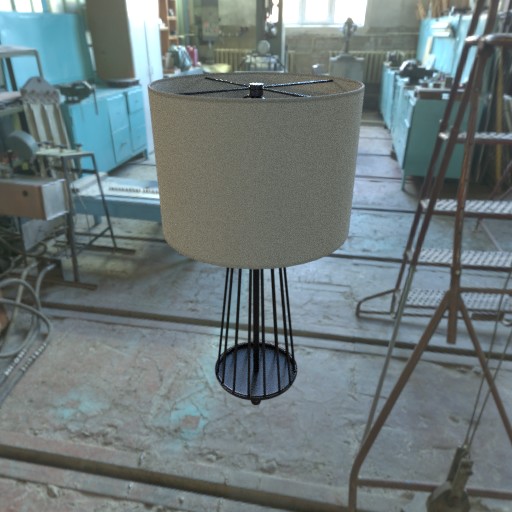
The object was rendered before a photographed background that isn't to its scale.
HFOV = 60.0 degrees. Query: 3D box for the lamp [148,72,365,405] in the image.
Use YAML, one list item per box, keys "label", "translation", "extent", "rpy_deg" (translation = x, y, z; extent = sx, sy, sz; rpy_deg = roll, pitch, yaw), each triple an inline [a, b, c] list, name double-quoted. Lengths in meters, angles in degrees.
- label: "lamp"
  translation: [0.000, 0.000, 0.809]
  extent: [0.322, 0.593, 0.322]
  rpy_deg: [-18, 33, -30]
